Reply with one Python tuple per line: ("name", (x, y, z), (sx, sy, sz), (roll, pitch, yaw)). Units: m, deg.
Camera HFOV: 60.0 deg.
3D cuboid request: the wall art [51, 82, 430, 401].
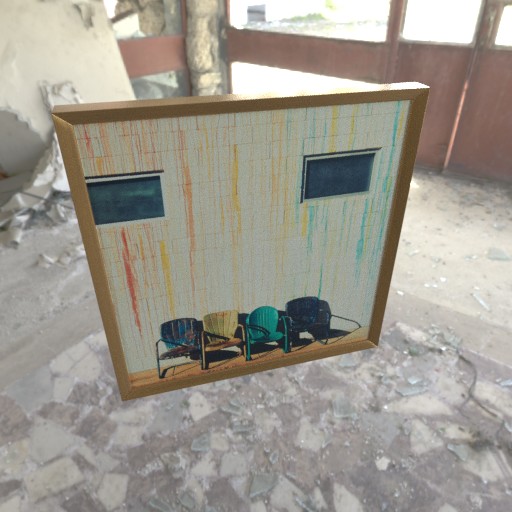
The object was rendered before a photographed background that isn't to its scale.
("wall art", (0.000, 0.000, 0.724), (0.505, 0.505, 0.037), (-9, 34, -13))
